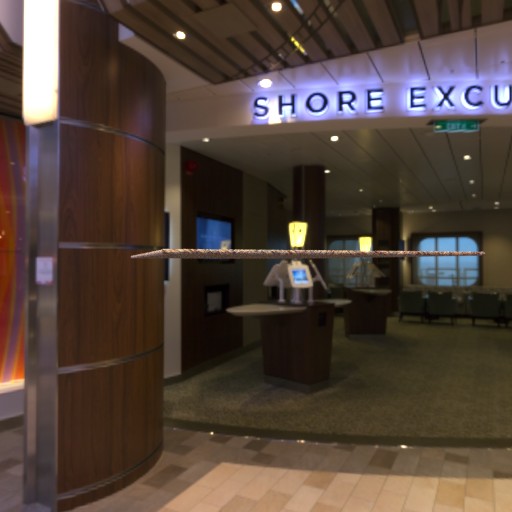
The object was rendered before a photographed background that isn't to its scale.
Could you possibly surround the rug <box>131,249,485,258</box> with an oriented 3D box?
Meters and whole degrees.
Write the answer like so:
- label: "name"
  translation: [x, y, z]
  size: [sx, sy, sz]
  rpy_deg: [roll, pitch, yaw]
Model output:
- label: "rug"
  translation: [0.000, 0.000, 2.233]
  size: [1.143, 0.014, 1.761]
  rpy_deg: [0, -1, -19]
